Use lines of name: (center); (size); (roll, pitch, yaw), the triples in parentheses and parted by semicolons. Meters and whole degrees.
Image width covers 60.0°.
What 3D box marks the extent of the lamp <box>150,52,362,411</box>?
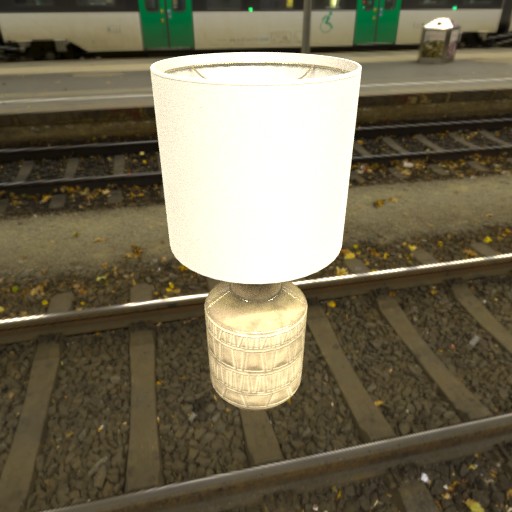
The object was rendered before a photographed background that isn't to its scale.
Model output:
lamp: (0.000, 0.000, 0.567); (0.211, 0.455, 0.211); (-19, 35, -29)
